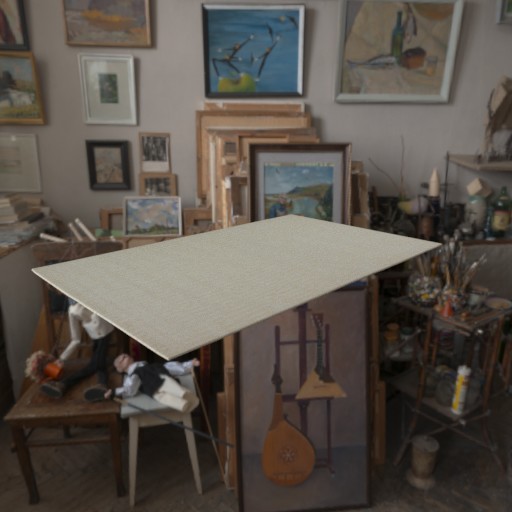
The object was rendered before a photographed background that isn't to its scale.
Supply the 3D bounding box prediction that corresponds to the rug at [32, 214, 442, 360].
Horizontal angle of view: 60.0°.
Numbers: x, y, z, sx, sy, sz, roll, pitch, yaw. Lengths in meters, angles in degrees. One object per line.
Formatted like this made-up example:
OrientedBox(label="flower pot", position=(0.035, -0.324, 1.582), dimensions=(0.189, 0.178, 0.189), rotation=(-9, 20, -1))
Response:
OrientedBox(label="rug", position=(0.000, 0.000, 3.045), dimensions=(2.441, 0.014, 1.531), rotation=(-16, 23, -42))
